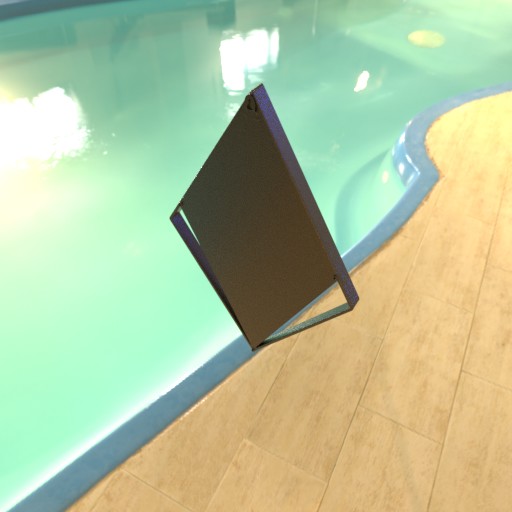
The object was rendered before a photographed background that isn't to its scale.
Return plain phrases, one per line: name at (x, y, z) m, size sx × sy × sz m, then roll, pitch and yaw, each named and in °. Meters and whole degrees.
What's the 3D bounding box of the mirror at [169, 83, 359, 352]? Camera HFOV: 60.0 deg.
mirror at (0.000, 0.000, 0.853) m, size 0.419 × 0.679 × 0.032 m, roll 26°, pitch 53°, yaw 22°
